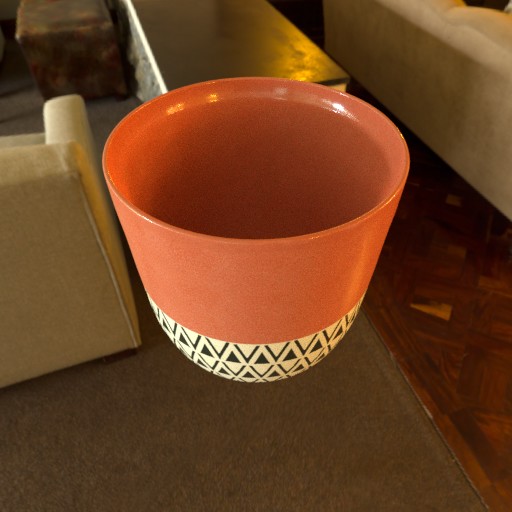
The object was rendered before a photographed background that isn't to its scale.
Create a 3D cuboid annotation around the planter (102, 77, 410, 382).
[{"bbox_3d":[0.000,0.000,0.364,0.195,0.214,0.195,0,45,0],"label":"planter"}]
